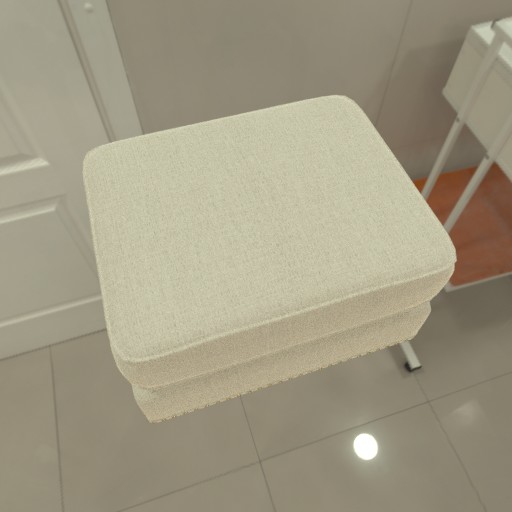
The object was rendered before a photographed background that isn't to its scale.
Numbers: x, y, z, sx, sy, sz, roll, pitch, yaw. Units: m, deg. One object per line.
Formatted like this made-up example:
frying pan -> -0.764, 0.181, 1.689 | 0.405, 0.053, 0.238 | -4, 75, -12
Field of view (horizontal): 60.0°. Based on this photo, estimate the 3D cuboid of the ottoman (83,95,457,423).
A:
ottoman -> 0.000, 0.000, 1.143 | 0.738, 0.537, 0.589 | -15, 59, -10
